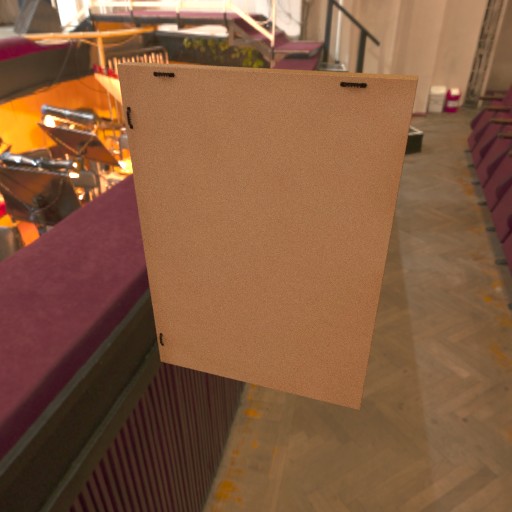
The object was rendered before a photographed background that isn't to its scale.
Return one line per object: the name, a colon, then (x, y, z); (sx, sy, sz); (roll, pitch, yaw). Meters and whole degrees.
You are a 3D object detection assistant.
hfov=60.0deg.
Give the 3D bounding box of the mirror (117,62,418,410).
mirror: (0.000, 0.000, 0.908); (0.507, 0.710, 0.039); (9, 32, 15)
